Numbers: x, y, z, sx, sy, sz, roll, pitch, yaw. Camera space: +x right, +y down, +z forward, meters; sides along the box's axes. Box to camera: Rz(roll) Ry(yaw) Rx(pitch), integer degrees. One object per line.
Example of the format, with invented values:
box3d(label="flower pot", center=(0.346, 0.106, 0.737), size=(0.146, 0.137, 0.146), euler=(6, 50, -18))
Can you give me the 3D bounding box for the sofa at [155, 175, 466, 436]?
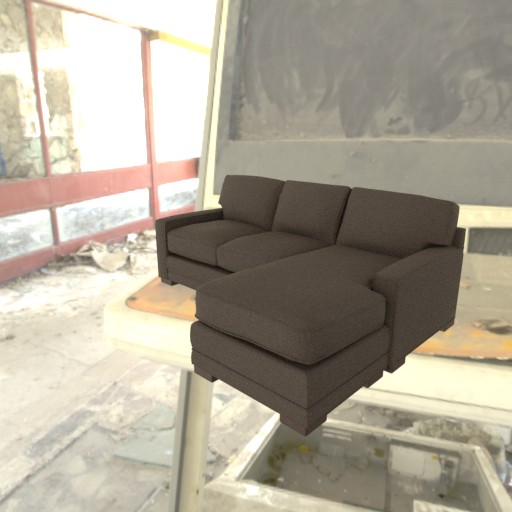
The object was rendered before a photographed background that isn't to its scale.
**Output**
box3d(label="sofa", center=(0.000, 0.000, 3.311), size=(2.370, 0.973, 1.790), euler=(15, 22, 42))
